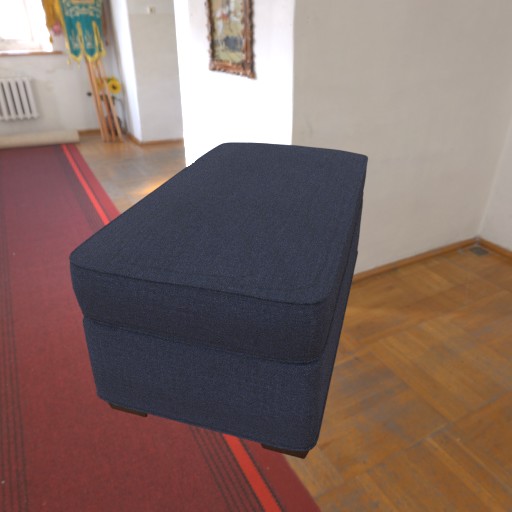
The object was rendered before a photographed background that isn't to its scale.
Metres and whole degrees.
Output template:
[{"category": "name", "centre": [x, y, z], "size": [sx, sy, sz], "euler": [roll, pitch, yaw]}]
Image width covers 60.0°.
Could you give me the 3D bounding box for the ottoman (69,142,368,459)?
[{"category": "ottoman", "centre": [0.000, 0.000, 1.205], "size": [0.505, 0.453, 0.895], "euler": [9, 31, 15]}]
